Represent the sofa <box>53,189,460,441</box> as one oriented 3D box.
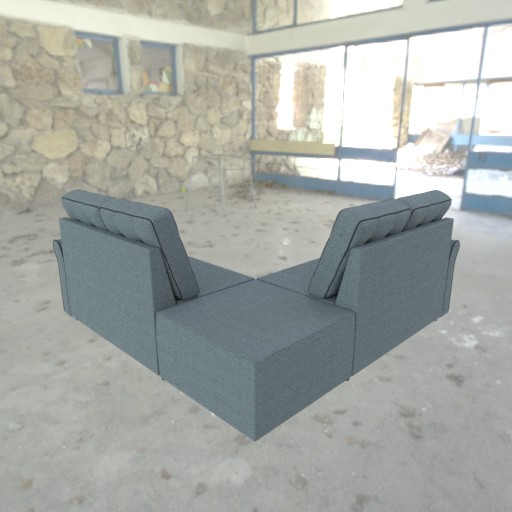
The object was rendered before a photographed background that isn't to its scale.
[{"bbox_3d":[0.000,0.000,3.205,2.068,0.988,2.070,-16,22,-43],"label":"sofa"}]
